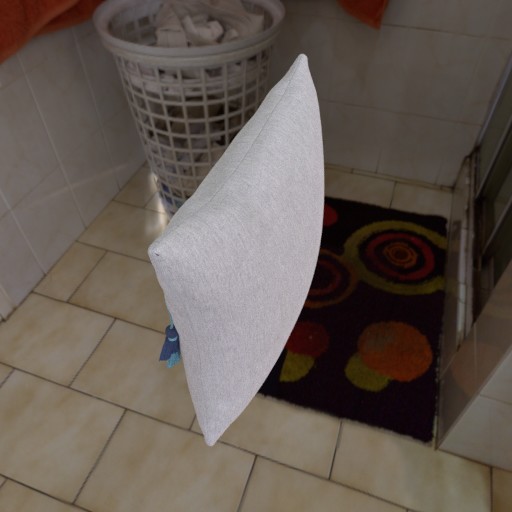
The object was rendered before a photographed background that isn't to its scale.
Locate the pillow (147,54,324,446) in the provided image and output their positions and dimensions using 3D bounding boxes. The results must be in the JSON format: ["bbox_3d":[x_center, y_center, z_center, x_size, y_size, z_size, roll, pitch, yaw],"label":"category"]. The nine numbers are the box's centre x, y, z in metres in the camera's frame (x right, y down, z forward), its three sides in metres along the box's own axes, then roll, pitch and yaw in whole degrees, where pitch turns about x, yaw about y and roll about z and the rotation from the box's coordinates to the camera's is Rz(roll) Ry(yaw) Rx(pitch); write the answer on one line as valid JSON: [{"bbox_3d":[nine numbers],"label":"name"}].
[{"bbox_3d":[0.000,0.000,0.671,0.173,0.436,0.433,16,49,14],"label":"pillow"}]
